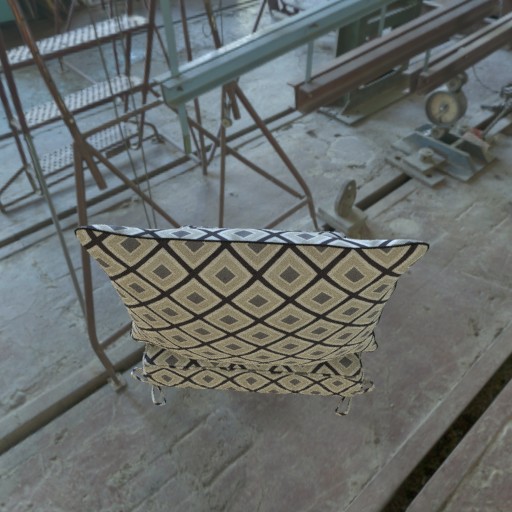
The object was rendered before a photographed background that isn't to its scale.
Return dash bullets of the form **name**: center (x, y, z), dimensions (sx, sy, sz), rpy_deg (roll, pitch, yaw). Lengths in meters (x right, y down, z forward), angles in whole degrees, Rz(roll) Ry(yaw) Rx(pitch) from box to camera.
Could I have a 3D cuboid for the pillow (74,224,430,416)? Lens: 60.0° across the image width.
- **pillow**: center (0.000, 0.000, 1.392), dimensions (0.798, 0.722, 0.733), rpy_deg (2, 46, 2)
